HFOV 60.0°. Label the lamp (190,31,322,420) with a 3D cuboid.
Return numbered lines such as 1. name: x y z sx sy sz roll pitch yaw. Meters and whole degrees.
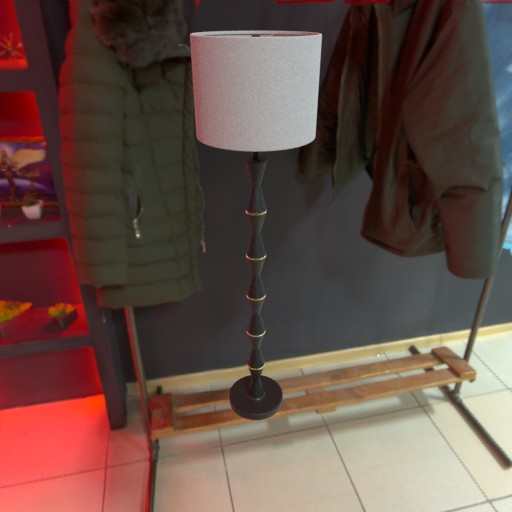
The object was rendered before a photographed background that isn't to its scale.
1. lamp: 0.000 0.000 1.648 0.381 1.480 0.381 10 31 17
